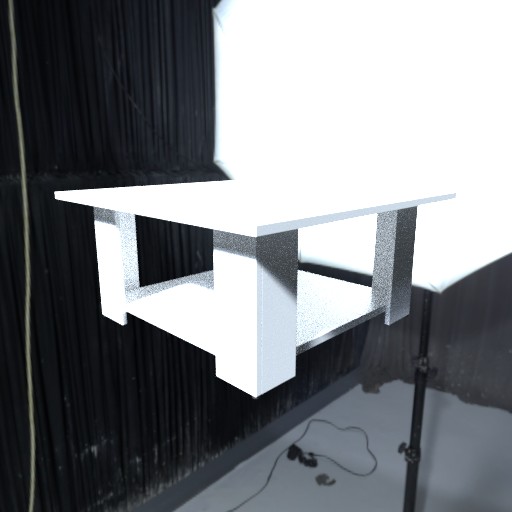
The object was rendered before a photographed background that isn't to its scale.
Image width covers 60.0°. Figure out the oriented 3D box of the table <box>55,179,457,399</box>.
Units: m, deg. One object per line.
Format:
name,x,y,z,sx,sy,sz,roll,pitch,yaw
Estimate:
table,0.000,0.000,1.080,0.670,0.305,0.670,13,19,43
